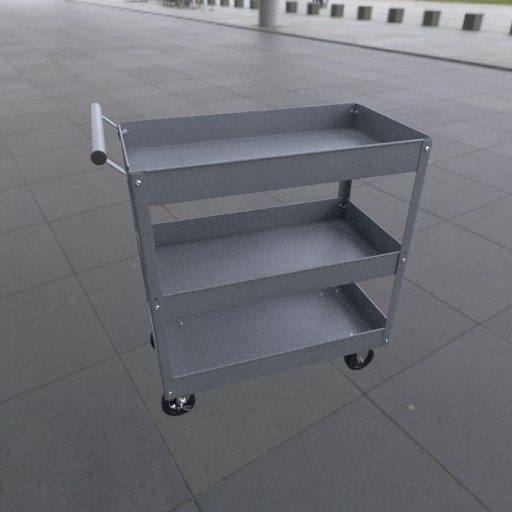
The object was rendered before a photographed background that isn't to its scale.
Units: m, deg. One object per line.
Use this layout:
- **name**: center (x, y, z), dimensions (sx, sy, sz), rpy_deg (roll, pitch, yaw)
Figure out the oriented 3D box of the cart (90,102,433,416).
- **cart**: center (0.000, 0.000, 1.208), dimensions (0.719, 0.780, 0.366), rpy_deg (-10, 33, -15)
